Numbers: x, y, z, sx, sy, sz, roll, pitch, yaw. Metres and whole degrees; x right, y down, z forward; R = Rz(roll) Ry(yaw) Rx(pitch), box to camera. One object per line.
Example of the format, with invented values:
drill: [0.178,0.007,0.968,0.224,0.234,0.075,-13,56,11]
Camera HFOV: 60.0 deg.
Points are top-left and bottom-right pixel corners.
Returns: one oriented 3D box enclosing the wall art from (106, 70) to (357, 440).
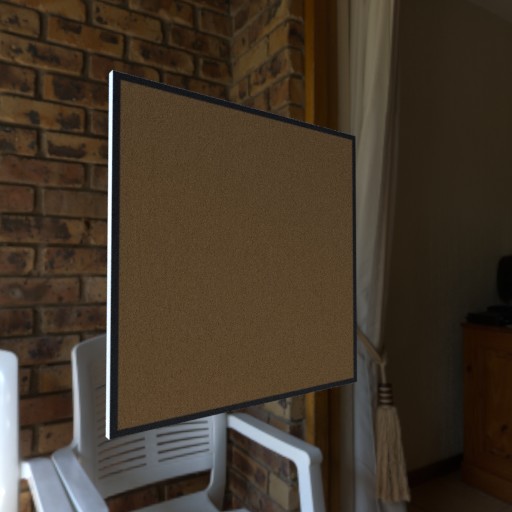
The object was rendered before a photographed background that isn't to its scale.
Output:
wall art: [0.000,0.000,1.213,0.805,0.803,0.022,1,-2,-37]
